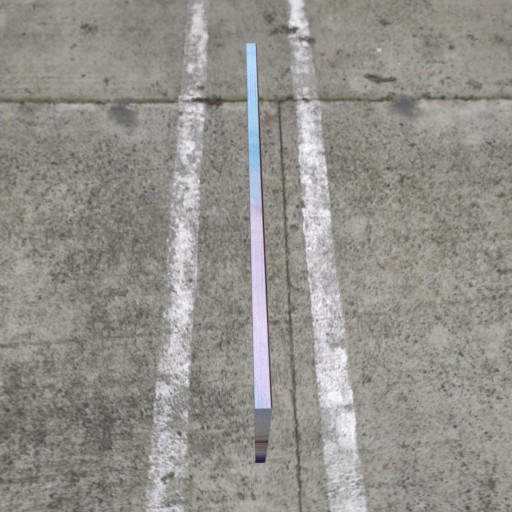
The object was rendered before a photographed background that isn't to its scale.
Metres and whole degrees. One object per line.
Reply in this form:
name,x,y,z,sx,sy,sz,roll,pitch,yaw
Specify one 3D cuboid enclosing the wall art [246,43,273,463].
wall art,0.000,0.000,0.766,0.018,0.402,0.604,-1,58,-1
